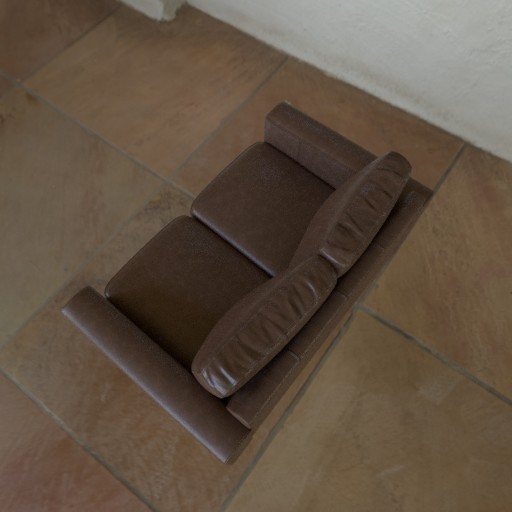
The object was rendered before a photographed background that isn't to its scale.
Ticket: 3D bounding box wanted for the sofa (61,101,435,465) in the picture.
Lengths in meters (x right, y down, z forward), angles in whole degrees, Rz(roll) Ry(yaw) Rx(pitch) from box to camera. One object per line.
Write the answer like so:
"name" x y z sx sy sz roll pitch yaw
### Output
"sofa" 0.000 0.000 2.201 1.016 0.873 1.616 36 70 16
